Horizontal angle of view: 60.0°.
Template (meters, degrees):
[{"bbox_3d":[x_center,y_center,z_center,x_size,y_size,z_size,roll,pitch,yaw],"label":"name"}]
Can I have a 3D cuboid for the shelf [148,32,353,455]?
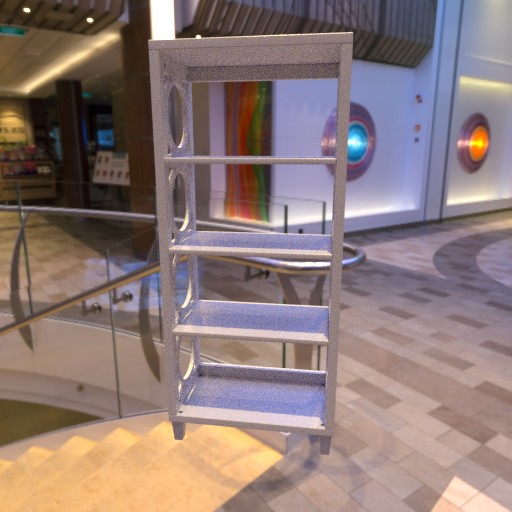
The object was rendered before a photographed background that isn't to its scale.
[{"bbox_3d":[0.000,0.000,1.631,0.611,1.411,0.340,2,14,8],"label":"shelf"}]
